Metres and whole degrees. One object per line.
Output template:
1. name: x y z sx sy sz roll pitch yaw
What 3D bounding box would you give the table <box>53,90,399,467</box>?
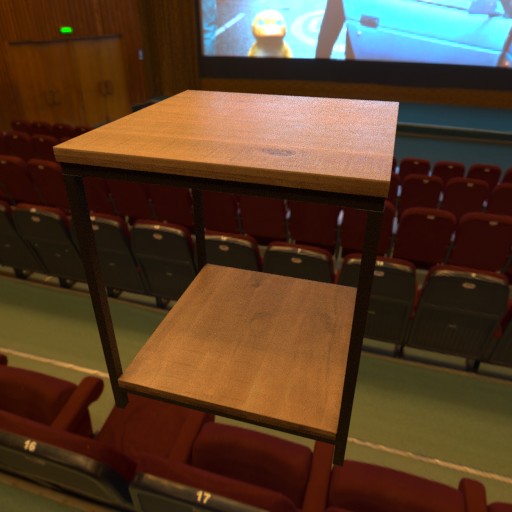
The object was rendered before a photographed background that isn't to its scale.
1. table: 0.000 0.000 0.981 0.507 0.589 0.503 9 32 14
